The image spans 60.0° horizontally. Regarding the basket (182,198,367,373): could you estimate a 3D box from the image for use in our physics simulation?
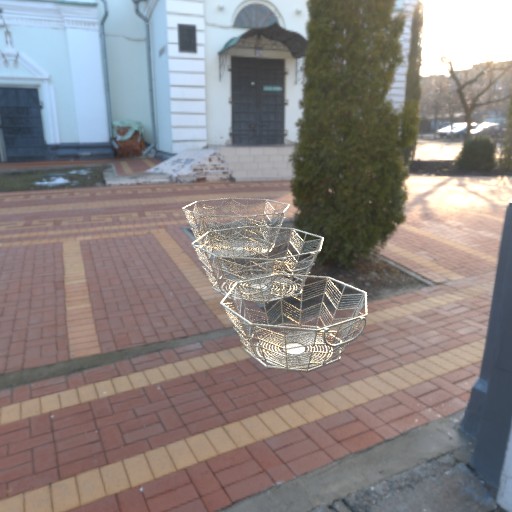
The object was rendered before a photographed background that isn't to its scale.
[{"bbox_3d":[0.000,0.000,1.400,0.432,0.178,1.246,-3,17,-10],"label":"basket"}]
